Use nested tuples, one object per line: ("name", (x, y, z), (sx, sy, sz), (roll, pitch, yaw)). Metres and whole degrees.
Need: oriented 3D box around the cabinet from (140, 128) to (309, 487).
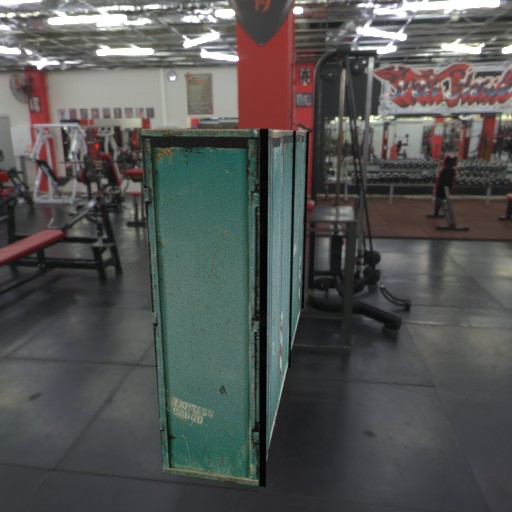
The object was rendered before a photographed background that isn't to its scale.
("cabinet", (0.000, 0.000, 3.969), (0.680, 2.160, 3.001), (3, 16, 10))
